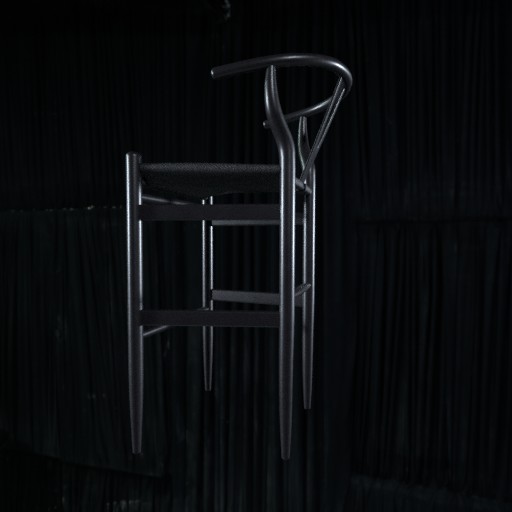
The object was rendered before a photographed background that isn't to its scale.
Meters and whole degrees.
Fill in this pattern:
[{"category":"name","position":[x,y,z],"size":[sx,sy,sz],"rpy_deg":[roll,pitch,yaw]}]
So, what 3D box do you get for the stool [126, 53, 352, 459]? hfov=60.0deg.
[{"category":"stool","position":[0.000,0.000,1.387],"size":[0.579,1.072,0.569],"rpy_deg":[1,2,16]}]
